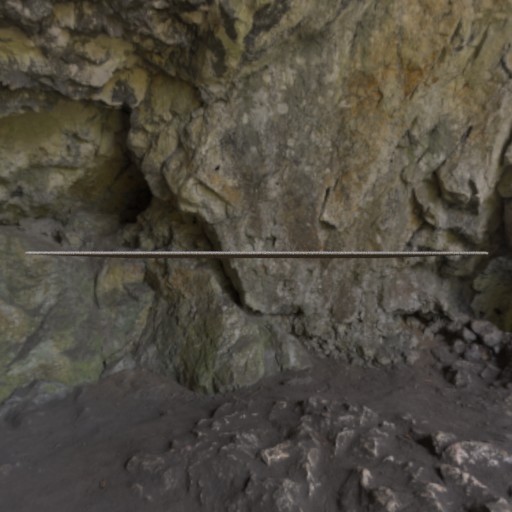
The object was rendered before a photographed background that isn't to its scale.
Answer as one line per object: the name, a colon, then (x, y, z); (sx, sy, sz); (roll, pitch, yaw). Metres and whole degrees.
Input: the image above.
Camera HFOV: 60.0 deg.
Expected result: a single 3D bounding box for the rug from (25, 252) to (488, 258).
rug: (0.000, 0.000, 4.122); (3.050, 0.017, 2.441); (0, -1, 0)
